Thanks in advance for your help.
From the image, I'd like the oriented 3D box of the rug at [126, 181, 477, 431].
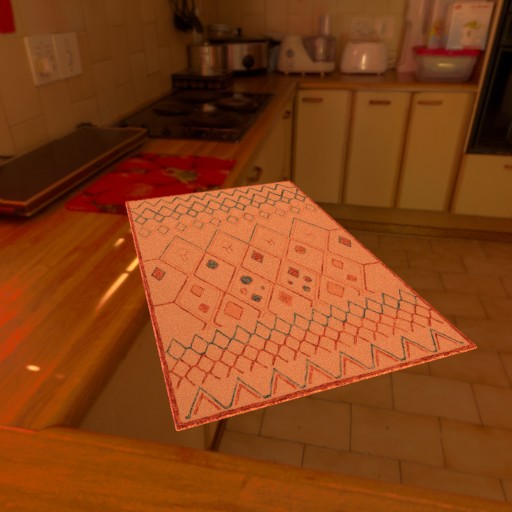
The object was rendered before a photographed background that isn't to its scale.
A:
[{"bbox_3d":[0.000,0.000,3.011,1.524,0.015,2.438,-10,32,-16],"label":"rug"}]
